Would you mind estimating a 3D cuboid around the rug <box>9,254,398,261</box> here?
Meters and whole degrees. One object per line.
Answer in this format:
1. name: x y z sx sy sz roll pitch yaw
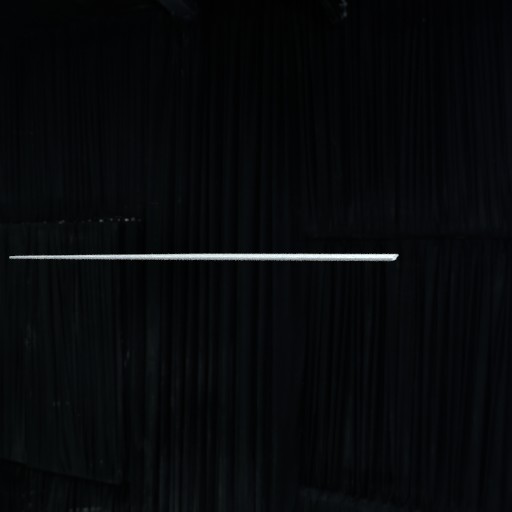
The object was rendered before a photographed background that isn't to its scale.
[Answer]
1. rug: 0.000 0.000 3.774 2.288 0.018 2.895 0 1 18
